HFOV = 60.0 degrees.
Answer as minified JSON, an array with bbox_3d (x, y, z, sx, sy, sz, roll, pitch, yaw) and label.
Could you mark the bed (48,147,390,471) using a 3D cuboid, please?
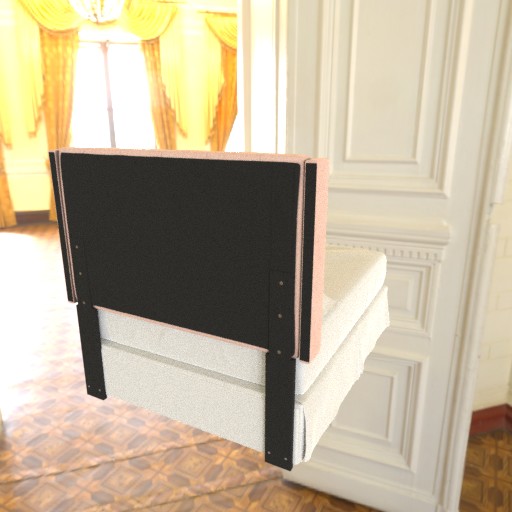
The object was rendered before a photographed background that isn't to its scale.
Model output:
[{"bbox_3d":[0.000,0.000,3.355,1.719,1.665,2.066,9,19,26],"label":"bed"}]
